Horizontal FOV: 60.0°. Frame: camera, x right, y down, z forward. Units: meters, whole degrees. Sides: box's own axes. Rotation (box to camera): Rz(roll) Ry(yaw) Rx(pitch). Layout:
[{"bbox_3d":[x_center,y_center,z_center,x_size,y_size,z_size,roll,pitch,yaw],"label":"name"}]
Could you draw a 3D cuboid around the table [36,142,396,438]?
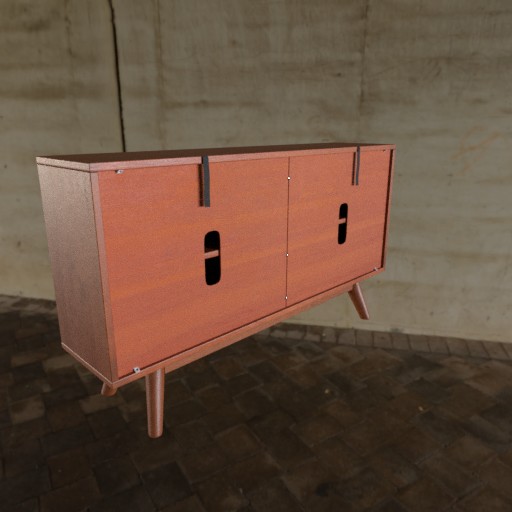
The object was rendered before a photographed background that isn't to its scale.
[{"bbox_3d":[0.000,0.000,1.479,1.220,0.698,0.308,-16,23,-43],"label":"table"}]
